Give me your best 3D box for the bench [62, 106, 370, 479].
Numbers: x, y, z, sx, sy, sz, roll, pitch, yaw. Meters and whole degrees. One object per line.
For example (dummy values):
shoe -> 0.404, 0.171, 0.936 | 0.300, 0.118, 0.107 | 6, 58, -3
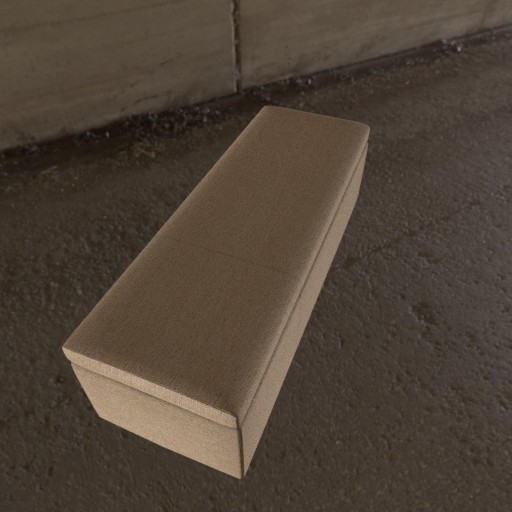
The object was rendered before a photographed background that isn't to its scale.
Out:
bench -> 0.000, 0.000, 1.477 | 0.446, 0.438, 1.269 | 16, 47, 16
